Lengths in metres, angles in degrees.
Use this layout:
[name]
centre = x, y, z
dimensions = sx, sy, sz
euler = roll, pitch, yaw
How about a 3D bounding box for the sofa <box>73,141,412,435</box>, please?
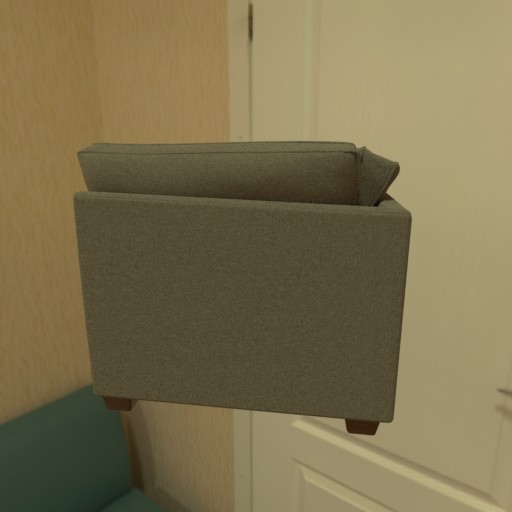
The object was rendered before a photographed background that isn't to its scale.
[sofa]
centre = 0.000, 0.000, 1.879
dimensions = 1.042, 0.951, 1.050
euler = 2, 15, 8
